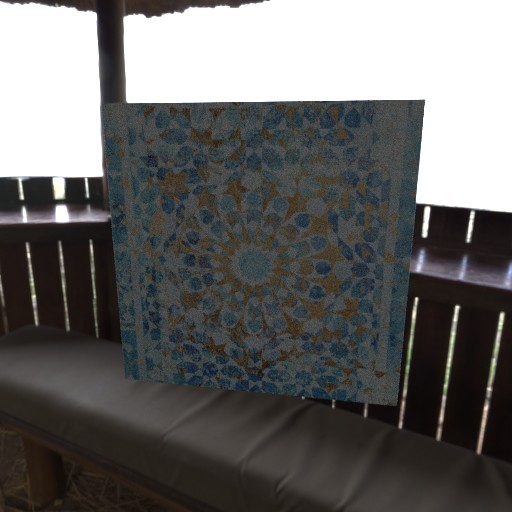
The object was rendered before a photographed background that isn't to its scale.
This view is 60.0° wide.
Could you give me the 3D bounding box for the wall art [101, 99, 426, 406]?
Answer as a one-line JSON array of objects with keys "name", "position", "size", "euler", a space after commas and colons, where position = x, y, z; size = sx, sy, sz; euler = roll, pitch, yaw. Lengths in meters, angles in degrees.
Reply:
[{"name": "wall art", "position": [0.000, 0.000, 0.616], "size": [0.405, 0.405, 0.037], "euler": [3, 15, 10]}]
